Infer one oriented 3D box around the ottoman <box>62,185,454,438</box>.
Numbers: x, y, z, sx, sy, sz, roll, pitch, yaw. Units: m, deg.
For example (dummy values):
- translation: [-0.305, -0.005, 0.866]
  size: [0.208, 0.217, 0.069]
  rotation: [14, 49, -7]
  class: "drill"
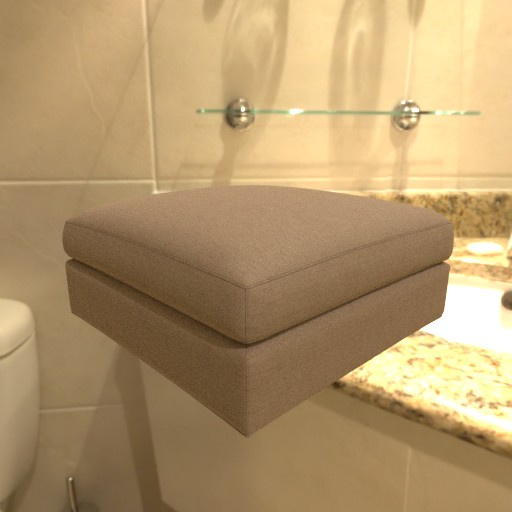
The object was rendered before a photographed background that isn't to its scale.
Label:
- translation: [0.000, 0.000, 1.641]
  size: [1.041, 0.470, 1.041]
  rotation: [-15, 22, -41]
  class: "ottoman"
